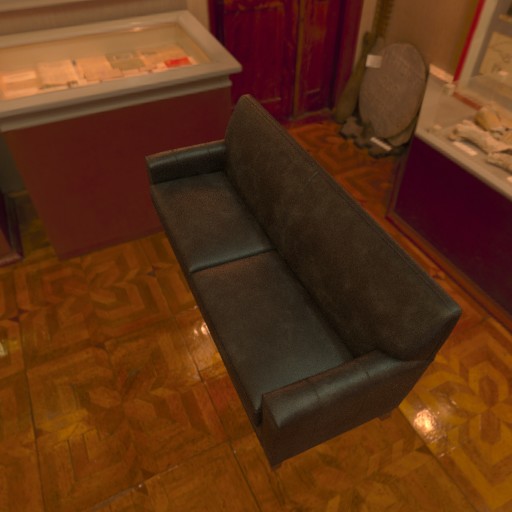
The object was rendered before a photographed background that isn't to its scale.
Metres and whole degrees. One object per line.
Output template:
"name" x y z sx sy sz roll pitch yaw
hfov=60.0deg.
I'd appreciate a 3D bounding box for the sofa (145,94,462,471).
"sofa" 0.000 0.000 2.526 0.805 0.947 2.053 -17 47 -17
